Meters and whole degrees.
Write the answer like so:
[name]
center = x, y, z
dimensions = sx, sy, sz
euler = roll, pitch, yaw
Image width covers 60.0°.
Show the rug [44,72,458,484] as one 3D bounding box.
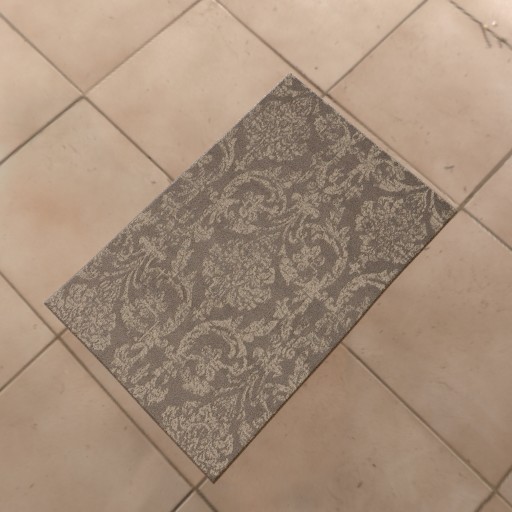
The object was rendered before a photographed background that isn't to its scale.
[rug]
center = 0.000, 0.000, 2.276
dimensions = 1.206, 0.012, 1.824
euler = 43, 80, 9
